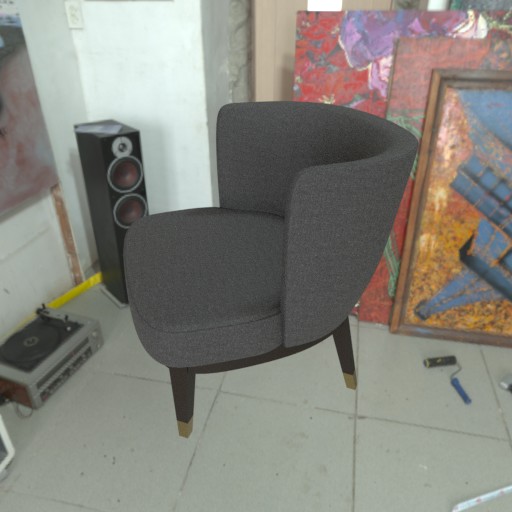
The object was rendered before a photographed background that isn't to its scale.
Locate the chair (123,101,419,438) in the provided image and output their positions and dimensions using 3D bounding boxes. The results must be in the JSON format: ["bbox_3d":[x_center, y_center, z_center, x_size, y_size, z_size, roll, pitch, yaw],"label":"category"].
[{"bbox_3d":[0.000,0.000,1.218,0.698,0.695,0.639,-9,31,-15],"label":"chair"}]
